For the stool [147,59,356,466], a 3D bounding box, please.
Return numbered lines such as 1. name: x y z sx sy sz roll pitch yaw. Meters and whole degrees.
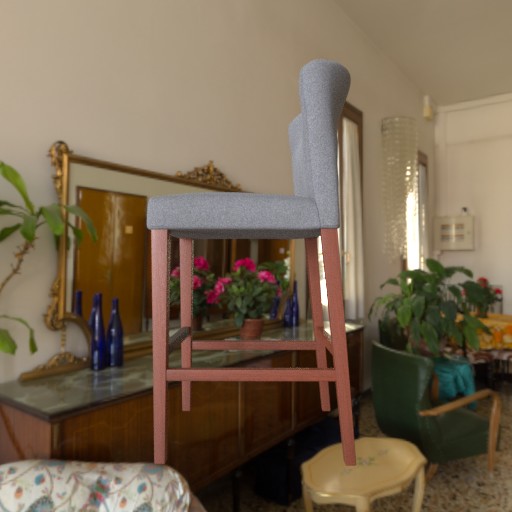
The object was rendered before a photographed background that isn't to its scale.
1. stool: 0.000 0.000 1.353 0.568 1.069 0.481 0 -1 1
